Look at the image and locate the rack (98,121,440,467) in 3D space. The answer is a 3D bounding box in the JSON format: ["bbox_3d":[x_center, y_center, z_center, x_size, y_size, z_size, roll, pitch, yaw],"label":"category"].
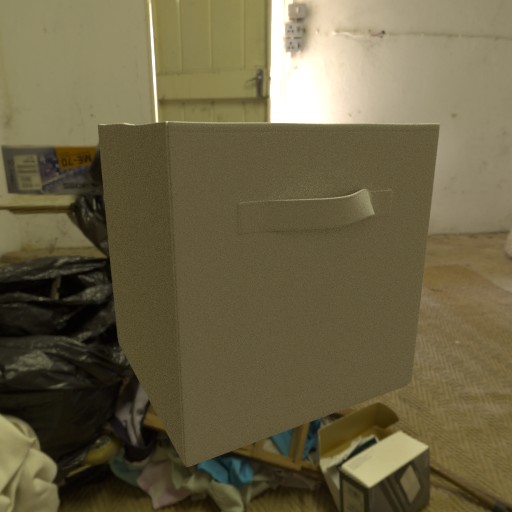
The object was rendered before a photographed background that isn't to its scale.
[{"bbox_3d":[0.000,0.000,0.490,0.270,0.280,0.270,-9,18,-27],"label":"rack"}]
